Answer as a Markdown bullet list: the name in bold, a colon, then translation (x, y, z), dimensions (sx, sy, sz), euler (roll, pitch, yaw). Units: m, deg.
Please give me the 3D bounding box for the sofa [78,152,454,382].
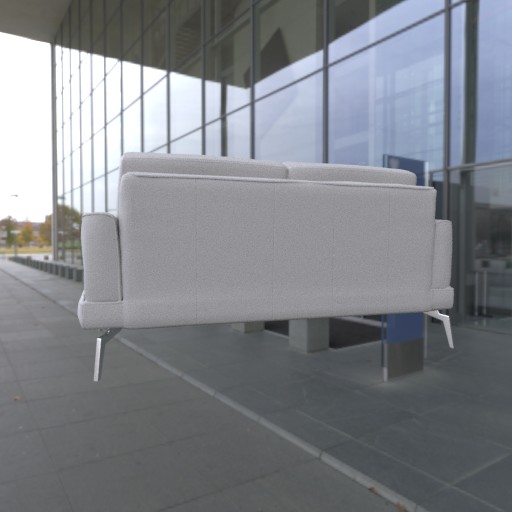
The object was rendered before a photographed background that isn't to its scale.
- **sofa**: translation (0.000, 0.000, 2.462), dimensions (1.819, 0.930, 1.121), euler (0, 2, -19)
